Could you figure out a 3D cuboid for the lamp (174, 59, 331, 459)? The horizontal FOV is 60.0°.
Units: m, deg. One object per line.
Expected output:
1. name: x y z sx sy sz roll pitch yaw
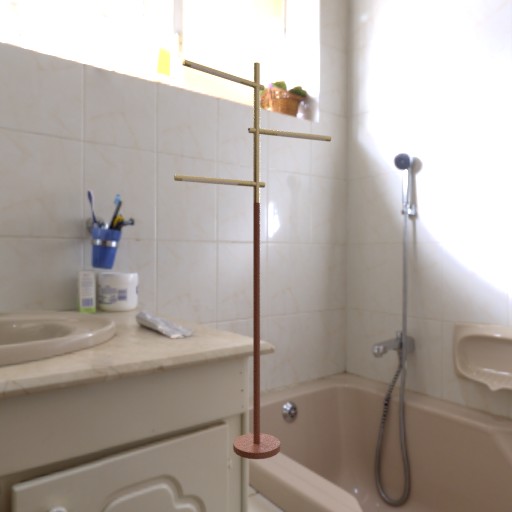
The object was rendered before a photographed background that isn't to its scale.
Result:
1. lamp: 0.000 0.000 1.959 0.737 1.704 0.209 0 0 -35
